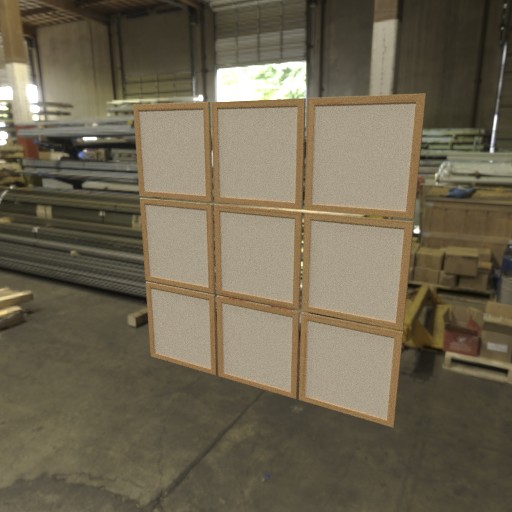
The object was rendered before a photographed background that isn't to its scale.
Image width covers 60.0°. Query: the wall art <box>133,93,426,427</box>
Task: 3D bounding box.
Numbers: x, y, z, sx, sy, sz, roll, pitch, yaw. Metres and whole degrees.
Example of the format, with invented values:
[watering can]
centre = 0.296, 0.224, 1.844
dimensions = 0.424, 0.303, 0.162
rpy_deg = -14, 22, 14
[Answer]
[wall art]
centre = 0.000, 0.000, 1.834
dimensions = 1.214, 1.219, 0.013
rpy_deg = 8, 17, 27
